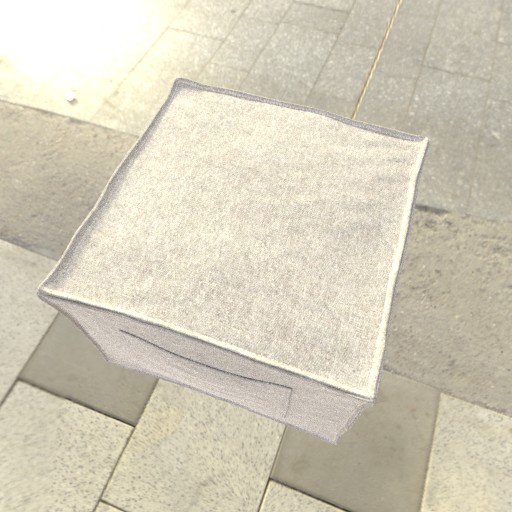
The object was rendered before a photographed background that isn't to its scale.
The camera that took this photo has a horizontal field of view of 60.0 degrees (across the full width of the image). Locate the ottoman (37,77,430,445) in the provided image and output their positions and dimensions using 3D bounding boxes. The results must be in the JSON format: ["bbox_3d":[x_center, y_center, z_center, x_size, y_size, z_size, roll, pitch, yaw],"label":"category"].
[{"bbox_3d":[0.000,0.000,1.145,0.707,0.470,0.696,16,61,9],"label":"ottoman"}]
